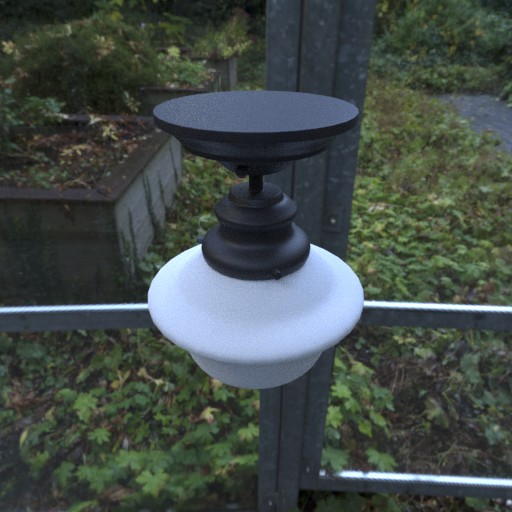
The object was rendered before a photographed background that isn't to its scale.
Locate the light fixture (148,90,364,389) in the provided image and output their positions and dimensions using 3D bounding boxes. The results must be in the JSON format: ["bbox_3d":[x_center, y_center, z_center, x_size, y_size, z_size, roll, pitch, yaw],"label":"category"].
[{"bbox_3d":[0.000,0.000,0.392,0.197,0.254,0.197,0,29,0],"label":"light fixture"}]
